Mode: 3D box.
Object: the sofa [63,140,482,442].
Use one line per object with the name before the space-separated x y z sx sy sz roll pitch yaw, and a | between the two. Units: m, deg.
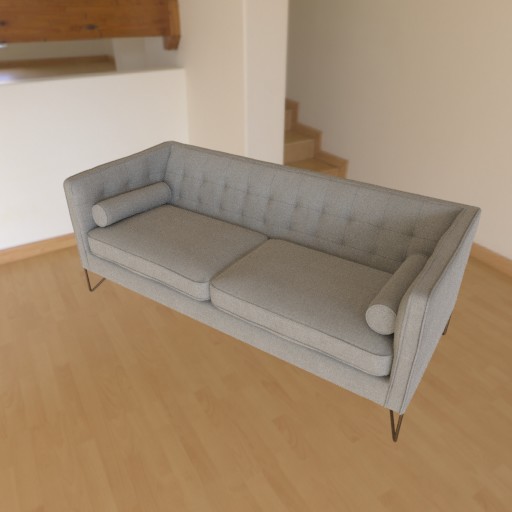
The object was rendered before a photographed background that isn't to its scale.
sofa | 0.000 0.000 2.524 2.079 0.798 0.912 19 36 29
